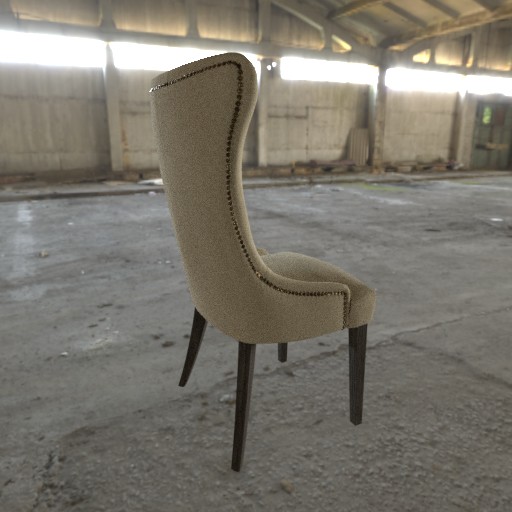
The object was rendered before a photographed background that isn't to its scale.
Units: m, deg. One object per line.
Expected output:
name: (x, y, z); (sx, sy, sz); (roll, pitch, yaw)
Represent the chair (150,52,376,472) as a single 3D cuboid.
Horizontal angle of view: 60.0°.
chair: (0.000, 0.000, 1.387); (0.590, 1.065, 0.584); (-7, 16, -26)
